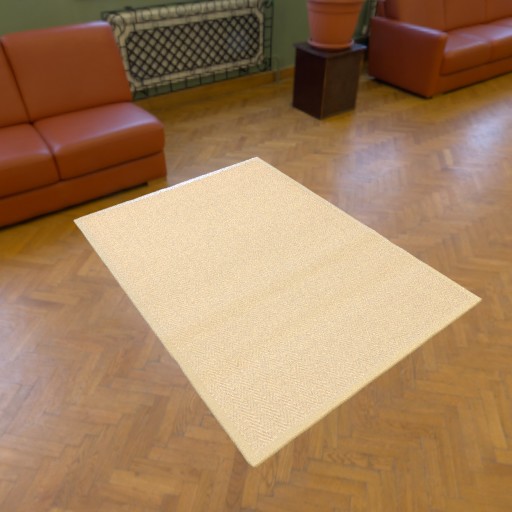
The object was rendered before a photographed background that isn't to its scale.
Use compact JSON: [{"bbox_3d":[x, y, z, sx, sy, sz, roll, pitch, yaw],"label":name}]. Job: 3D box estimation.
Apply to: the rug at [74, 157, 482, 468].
[{"bbox_3d":[0.000,0.000,4.782,2.734,0.037,3.659,-25,46,-27],"label":"rug"}]
